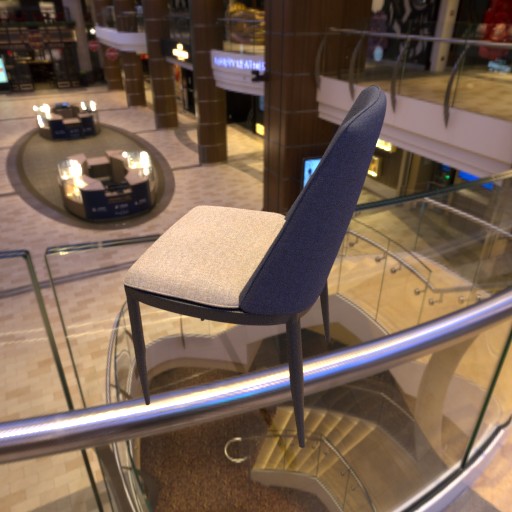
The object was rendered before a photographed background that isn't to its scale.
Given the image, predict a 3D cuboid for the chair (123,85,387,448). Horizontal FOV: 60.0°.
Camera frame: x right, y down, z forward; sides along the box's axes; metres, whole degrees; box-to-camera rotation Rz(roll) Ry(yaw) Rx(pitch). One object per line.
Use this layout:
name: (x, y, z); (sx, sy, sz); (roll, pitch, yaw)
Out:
chair: (0.000, 0.000, 1.161); (0.551, 0.839, 0.480); (9, 31, 15)
